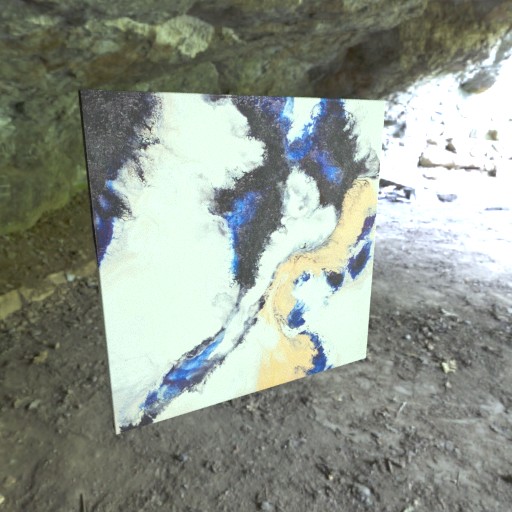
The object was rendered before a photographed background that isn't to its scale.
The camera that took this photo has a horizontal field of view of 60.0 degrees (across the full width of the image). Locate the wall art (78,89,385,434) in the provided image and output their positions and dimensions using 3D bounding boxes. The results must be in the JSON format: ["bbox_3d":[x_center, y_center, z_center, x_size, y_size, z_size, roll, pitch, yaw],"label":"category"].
[{"bbox_3d":[0.000,0.000,1.301,0.887,0.885,0.038,-8,18,-27],"label":"wall art"}]
